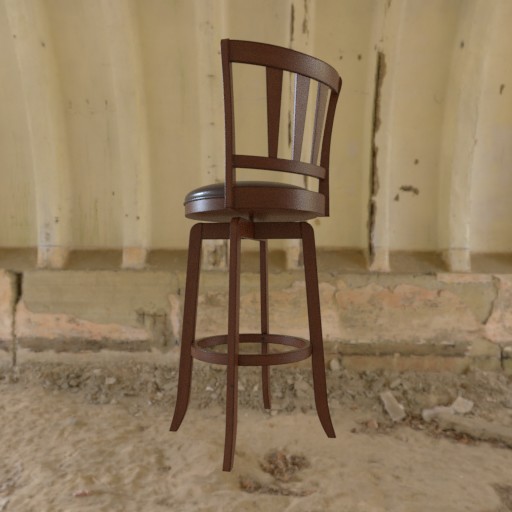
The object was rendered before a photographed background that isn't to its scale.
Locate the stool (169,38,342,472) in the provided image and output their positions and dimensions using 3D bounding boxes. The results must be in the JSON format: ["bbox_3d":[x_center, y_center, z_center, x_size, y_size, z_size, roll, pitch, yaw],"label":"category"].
[{"bbox_3d":[0.000,0.000,1.457,0.464,1.177,0.503,1,-1,-35],"label":"stool"}]
